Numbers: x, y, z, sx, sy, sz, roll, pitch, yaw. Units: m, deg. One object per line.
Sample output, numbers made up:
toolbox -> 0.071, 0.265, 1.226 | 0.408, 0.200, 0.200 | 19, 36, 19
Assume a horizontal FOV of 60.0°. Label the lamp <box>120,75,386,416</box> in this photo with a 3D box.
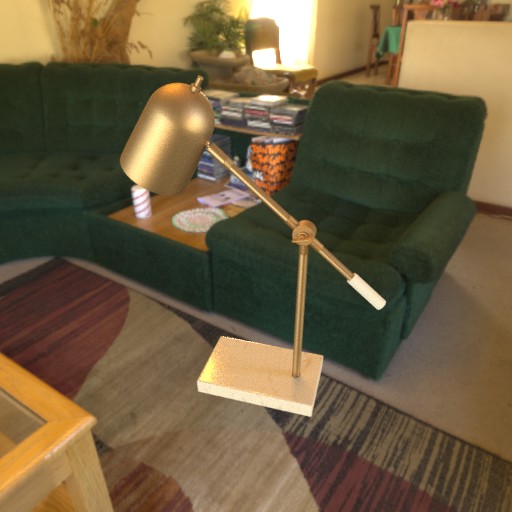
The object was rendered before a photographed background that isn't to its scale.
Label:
lamp -> 0.000, 0.000, 0.801 | 0.471, 0.603, 0.144 | 8, 31, 14
